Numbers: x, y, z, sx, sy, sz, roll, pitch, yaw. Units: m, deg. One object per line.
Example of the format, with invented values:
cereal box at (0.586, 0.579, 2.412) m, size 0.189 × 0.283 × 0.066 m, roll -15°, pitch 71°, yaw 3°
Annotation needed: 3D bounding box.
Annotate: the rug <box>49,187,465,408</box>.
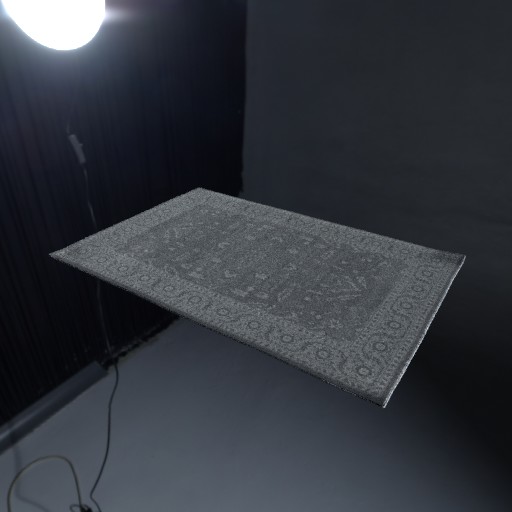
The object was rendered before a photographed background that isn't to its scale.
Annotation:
rug at (0.000, 0.000, 2.321) m, size 1.828 × 0.019 × 1.209 m, roll 18°, pitch 34°, yaw 29°
